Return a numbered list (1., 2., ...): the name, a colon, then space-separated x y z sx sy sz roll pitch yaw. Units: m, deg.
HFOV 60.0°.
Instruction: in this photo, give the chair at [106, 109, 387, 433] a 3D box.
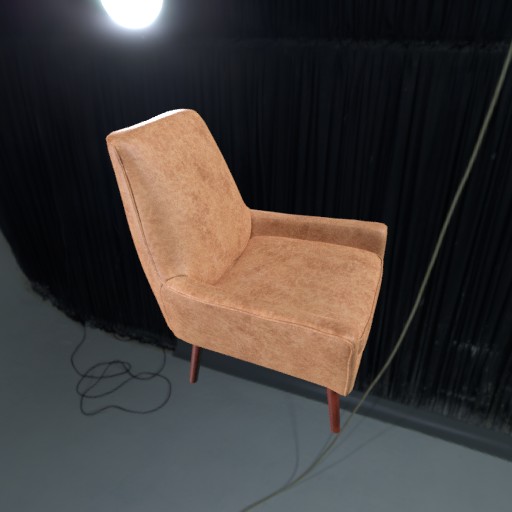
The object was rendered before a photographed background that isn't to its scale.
1. chair: 0.000 0.000 1.553 0.851 0.883 0.753 10 31 18
